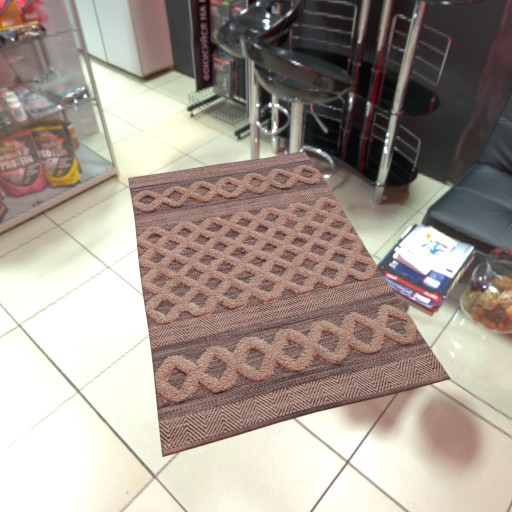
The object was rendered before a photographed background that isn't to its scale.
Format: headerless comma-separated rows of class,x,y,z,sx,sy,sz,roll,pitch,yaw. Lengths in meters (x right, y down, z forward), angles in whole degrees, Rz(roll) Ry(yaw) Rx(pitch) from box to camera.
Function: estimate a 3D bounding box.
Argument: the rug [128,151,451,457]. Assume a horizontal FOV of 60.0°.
rug,0.000,0.000,2.369,1.222,0.030,1.823,-11,46,-11
